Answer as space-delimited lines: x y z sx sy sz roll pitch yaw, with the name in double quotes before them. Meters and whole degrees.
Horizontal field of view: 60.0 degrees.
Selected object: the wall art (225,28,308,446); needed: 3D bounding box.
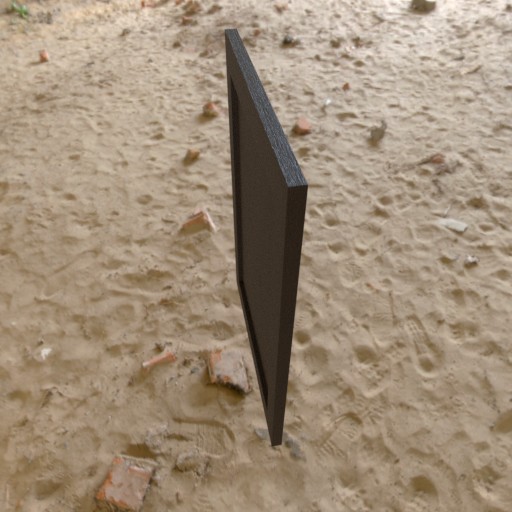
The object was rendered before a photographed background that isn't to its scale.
"wall art" 0.000 0.000 0.655 0.017 0.513 0.359 -8 46 -8
